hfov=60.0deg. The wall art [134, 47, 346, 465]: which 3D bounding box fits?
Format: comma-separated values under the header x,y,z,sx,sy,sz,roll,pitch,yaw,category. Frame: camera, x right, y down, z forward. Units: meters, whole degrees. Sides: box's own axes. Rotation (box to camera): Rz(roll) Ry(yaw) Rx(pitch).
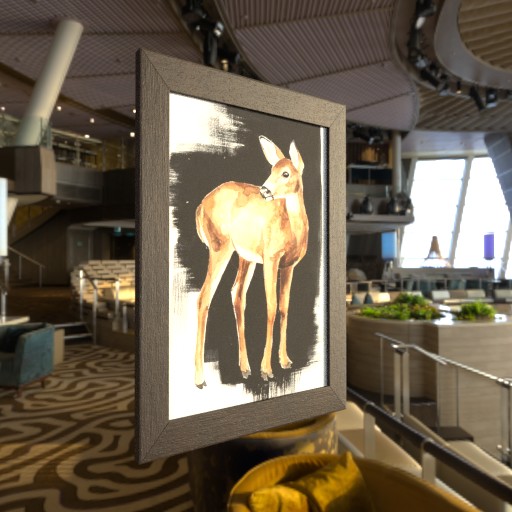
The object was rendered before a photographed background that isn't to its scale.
x,y,z,sx,sy,sz,roll,pitch,yaw,category
0.000,0.000,0.653,0.359,0.513,0.017,0,-1,-35,wall art
